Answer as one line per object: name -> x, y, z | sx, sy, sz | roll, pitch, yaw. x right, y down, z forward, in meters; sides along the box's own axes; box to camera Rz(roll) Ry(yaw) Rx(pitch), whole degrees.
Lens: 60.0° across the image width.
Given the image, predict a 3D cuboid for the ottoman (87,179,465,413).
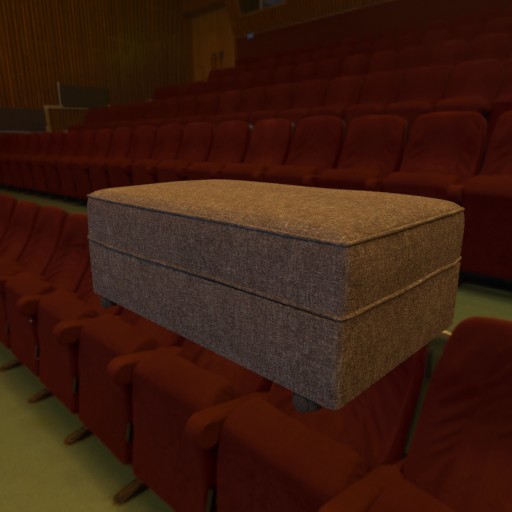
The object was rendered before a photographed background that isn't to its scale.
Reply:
ottoman -> 0.000, 0.000, 1.572 | 1.184, 0.487, 0.717 | 14, 20, 42
